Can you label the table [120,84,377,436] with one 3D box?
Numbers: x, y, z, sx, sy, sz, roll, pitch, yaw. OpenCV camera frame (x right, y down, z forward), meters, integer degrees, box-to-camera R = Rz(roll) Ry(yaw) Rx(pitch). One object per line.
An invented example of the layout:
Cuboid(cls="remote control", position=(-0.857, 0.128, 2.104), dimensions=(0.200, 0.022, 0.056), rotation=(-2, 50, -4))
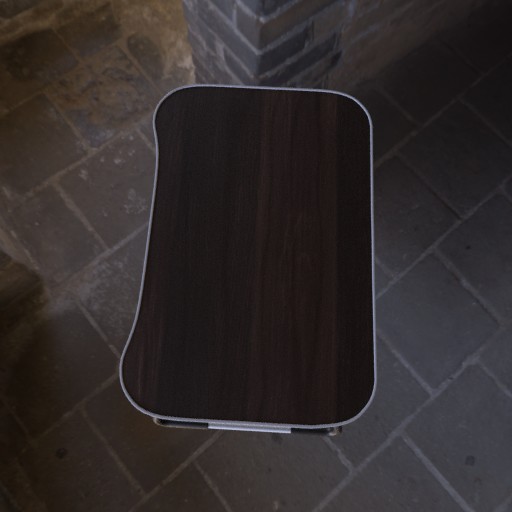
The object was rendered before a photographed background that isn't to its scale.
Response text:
Cuboid(cls="table", position=(0.000, 0.000, 0.860), dimensions=(0.400, 0.232, 0.660), rotation=(3, 74, 1))
